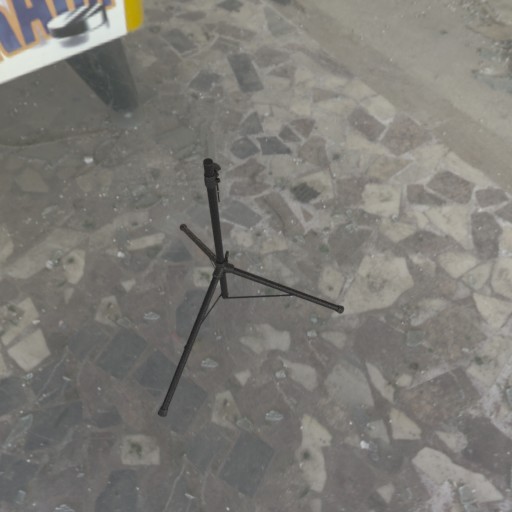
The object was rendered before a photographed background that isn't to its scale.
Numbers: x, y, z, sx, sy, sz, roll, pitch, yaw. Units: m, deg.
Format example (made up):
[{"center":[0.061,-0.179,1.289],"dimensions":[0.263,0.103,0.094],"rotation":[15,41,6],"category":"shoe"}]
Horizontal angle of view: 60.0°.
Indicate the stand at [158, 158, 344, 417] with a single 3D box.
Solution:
[{"center":[0.000,0.000,2.732],"dimensions":[1.339,1.595,1.596],"rotation":[1,57,1],"category":"stand"}]
